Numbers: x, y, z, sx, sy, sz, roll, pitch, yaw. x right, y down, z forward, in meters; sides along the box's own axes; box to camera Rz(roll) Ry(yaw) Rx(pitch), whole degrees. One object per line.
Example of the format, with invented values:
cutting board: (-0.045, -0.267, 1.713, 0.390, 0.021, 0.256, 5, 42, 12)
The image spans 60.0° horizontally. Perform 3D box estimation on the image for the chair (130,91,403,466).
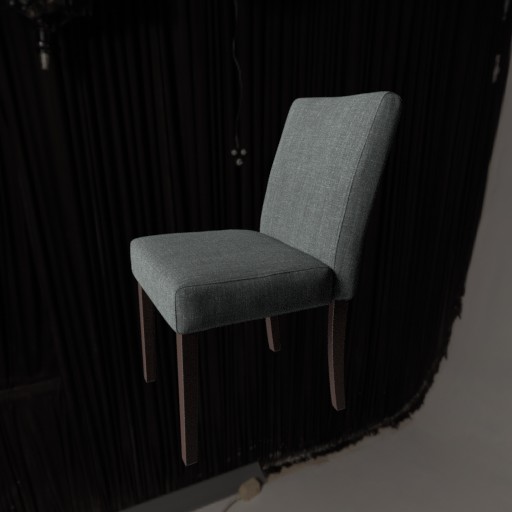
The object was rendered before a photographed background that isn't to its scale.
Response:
chair: (0.000, 0.000, 1.276, 0.629, 0.884, 0.487, -8, 19, -25)
